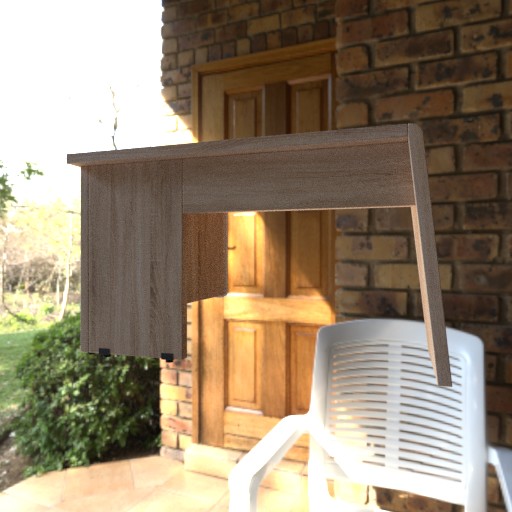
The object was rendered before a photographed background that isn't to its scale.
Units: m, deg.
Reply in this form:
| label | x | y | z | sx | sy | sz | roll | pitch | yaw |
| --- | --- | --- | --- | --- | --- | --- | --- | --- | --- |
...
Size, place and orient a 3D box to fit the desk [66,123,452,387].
| label | x | y | z | sx | sy | sz | roll | pitch | yaw |
| --- | --- | --- | --- | --- | --- | --- | --- | --- | --- |
| desk | 0.000 | 0.000 | 1.657 | 1.300 | 0.750 | 0.500 | 0 | 0 | 18 |
